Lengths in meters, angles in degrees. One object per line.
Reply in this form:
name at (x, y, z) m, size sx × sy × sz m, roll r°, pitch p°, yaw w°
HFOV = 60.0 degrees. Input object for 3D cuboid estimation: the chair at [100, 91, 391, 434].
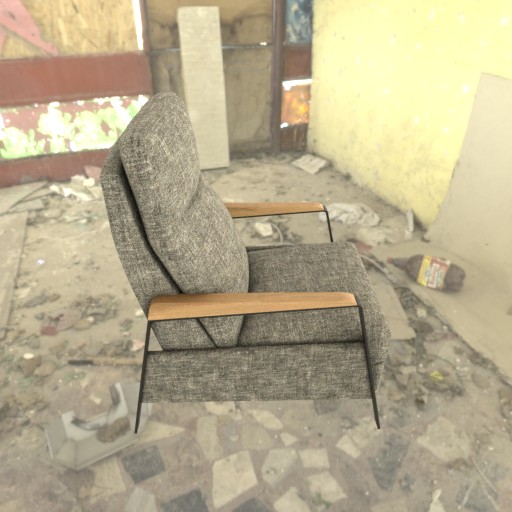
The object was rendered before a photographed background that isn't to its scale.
chair at (0.000, 0.000, 1.576) m, size 0.868 × 1.042 × 0.671 m, roll -1°, pitch 32°, yaw -1°
